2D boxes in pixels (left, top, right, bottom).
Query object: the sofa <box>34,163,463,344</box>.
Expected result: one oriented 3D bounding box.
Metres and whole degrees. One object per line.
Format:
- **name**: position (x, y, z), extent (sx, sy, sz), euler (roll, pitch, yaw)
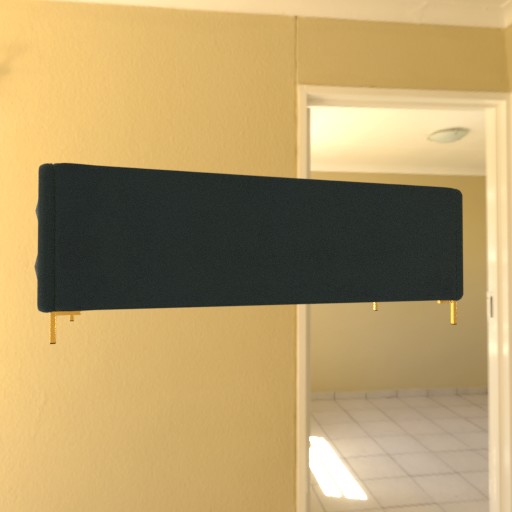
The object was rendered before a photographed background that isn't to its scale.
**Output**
- **sofa**: position (0.000, 0.000, 2.566), extent (2.209, 0.771, 0.895), euler (0, -1, -17)
